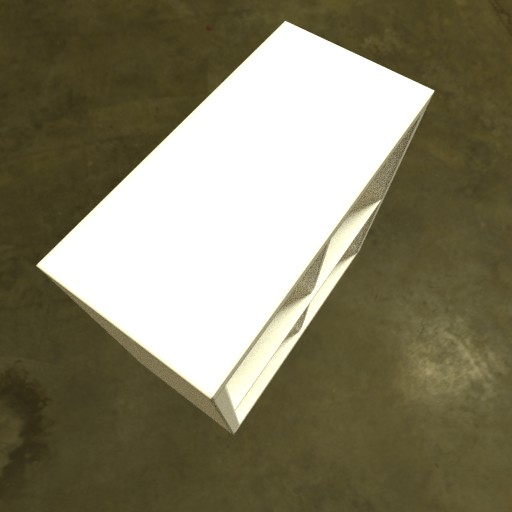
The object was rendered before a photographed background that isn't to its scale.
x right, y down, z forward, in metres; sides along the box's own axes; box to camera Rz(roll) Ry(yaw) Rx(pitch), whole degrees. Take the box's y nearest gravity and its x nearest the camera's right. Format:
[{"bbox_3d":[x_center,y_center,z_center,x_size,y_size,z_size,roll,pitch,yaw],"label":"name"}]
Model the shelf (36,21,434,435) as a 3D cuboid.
[{"bbox_3d":[0.000,0.000,1.226,0.390,0.786,0.790,33,69,15],"label":"shelf"}]
